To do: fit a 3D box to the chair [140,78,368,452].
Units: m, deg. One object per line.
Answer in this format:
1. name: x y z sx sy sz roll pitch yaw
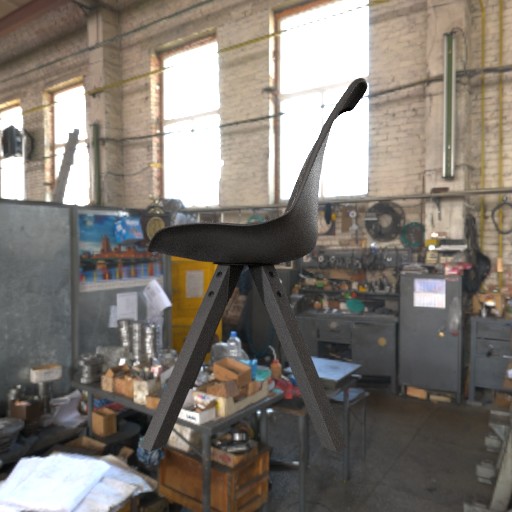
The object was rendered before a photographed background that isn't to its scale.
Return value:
1. chair: 0.000 0.000 1.179 0.550 0.850 0.485 0 1 0
